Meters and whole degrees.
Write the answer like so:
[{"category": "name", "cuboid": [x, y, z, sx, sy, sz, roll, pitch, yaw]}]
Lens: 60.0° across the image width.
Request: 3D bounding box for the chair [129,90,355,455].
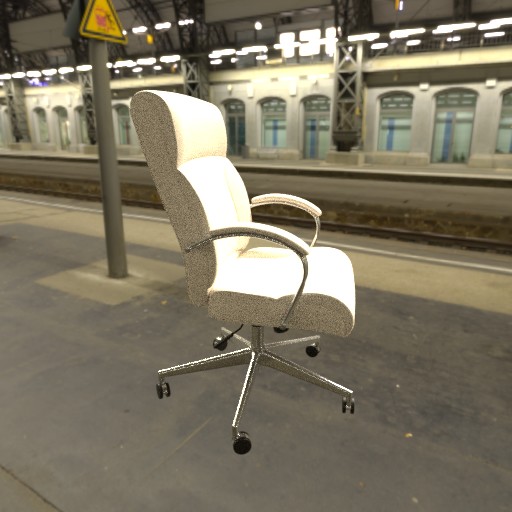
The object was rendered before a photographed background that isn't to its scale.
[{"category": "chair", "cuboid": [0.000, 0.000, 1.582, 0.745, 1.099, 0.727, 3, 16, 11]}]
